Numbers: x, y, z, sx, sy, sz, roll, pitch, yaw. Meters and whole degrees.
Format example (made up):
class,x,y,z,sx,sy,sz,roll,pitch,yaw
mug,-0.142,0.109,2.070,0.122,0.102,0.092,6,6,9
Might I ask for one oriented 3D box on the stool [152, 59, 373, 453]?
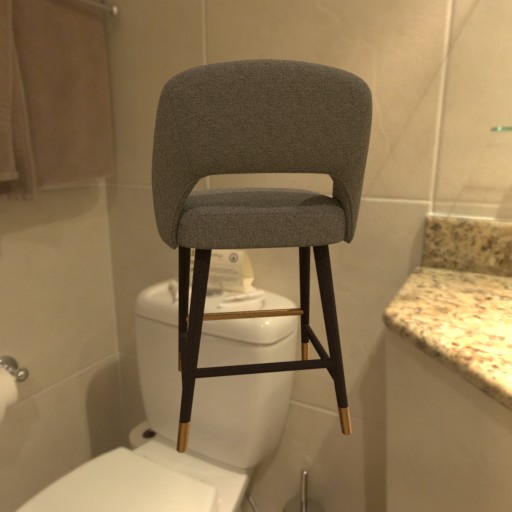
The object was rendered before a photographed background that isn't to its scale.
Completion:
class,x,y,z,sx,sy,sz,roll,pitch,yaw
stool,0.000,0.000,1.226,0.536,0.925,0.524,-2,14,-9
